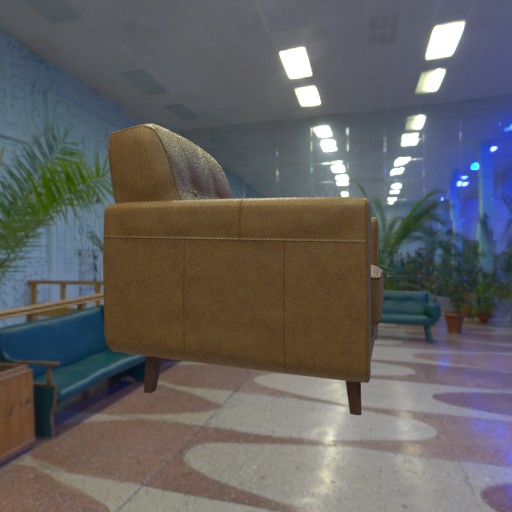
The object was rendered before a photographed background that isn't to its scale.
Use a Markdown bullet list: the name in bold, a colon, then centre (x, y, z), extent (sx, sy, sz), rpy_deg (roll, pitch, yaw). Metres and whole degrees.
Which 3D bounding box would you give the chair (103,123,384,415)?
- **chair**: centre (0.000, 0.000, 1.718), extent (0.942, 0.968, 0.845), rpy_deg (0, 1, 17)
